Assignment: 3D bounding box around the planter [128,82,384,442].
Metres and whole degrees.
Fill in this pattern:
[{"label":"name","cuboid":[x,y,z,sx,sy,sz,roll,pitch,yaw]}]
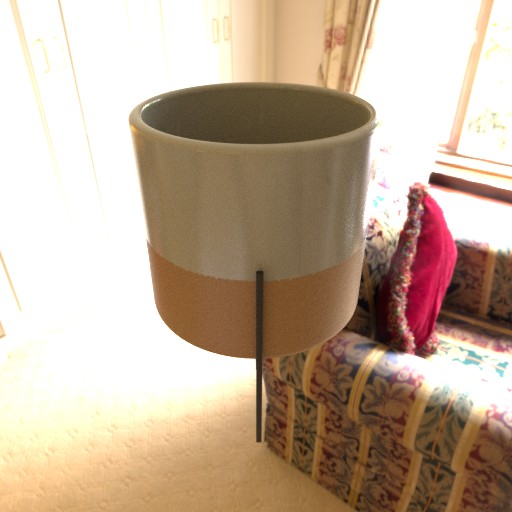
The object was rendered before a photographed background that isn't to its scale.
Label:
[{"label":"planter","cuboid":[0.000,0.000,0.733,0.348,0.480,0.360,-1,33,-1]}]
